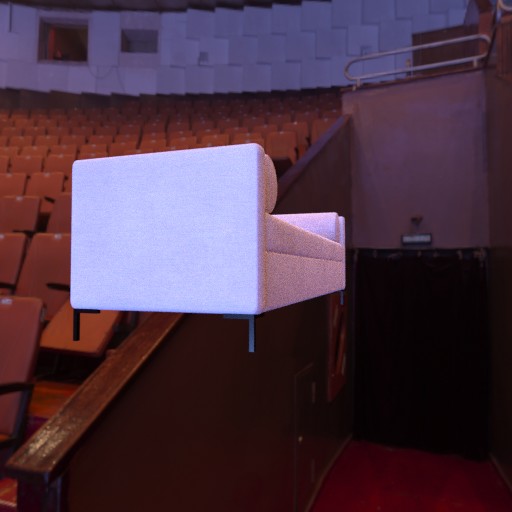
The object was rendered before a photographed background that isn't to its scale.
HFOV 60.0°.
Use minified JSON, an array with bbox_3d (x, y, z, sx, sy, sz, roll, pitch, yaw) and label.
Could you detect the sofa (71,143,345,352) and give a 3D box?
[{"bbox_3d":[0.000,0.000,2.347,0.686,0.635,1.981,-1,-2,19],"label":"sofa"}]
